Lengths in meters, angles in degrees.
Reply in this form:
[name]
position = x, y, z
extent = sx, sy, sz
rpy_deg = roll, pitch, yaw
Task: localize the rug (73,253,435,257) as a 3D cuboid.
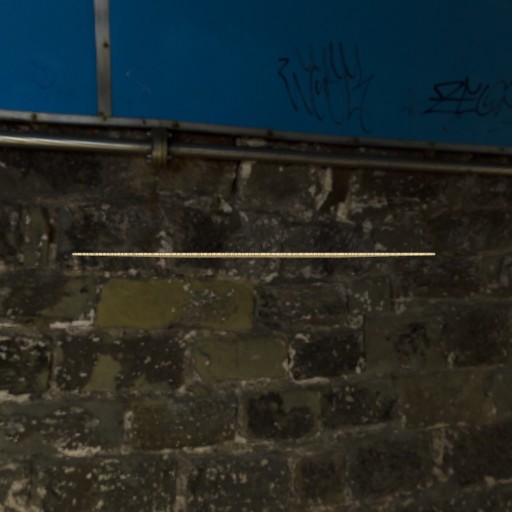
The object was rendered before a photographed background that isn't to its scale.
[rug]
position = 0.000, 0.000, 2.983
extent = 1.522, 0.008, 2.284
rpy_deg = 0, 0, 1
